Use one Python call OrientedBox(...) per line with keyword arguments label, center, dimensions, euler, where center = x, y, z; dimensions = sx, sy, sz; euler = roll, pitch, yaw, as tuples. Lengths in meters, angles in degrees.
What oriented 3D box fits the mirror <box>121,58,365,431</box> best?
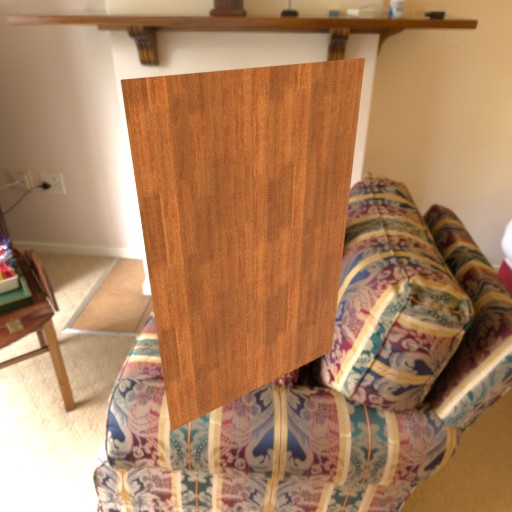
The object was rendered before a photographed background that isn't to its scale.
OrientedBox(label="mirror", center=(0.000, 0.000, 1.272), dimensions=(0.651, 1.010, 0.047), euler=(-18, 35, -28))
